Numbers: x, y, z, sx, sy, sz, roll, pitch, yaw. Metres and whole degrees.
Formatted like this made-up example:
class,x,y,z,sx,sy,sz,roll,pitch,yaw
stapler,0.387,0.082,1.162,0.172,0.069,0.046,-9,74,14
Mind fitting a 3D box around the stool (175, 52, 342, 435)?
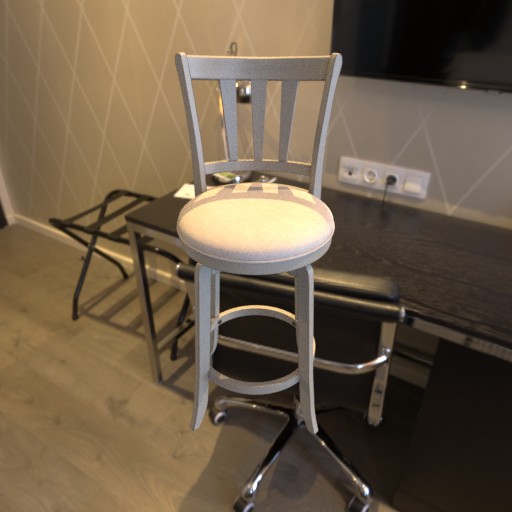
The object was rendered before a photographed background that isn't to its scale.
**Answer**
class,x,y,z,sx,sy,sz,roll,pitch,yaw
stool,0.000,0.000,1.284,0.436,1.042,0.475,1,31,2
